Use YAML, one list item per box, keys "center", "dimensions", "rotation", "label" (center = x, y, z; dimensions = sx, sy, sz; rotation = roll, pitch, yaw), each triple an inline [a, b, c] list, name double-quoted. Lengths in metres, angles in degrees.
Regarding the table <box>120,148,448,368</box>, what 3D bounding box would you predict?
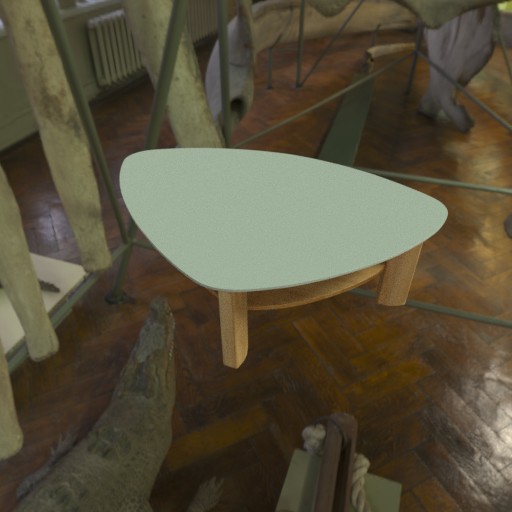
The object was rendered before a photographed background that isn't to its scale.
- center: [0.000, 0.000, 1.667]
  dimensions: [1.250, 0.440, 0.850]
  rotation: [12, 40, 15]
  label: "table"
